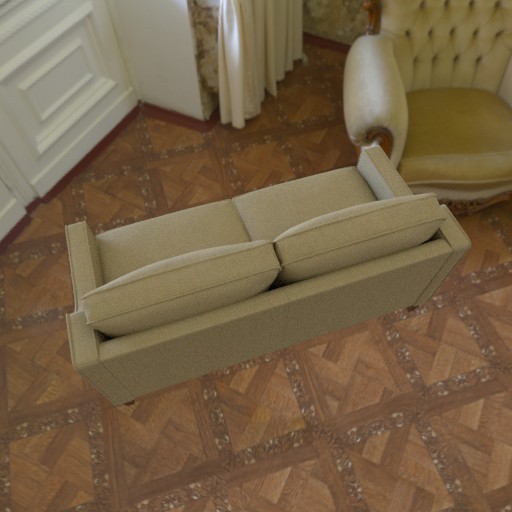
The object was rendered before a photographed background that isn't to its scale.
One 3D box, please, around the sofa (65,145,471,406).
[{"bbox_3d":[0.000,0.000,2.832,2.178,1.071,1.066,-16,59,-10],"label":"sofa"}]
